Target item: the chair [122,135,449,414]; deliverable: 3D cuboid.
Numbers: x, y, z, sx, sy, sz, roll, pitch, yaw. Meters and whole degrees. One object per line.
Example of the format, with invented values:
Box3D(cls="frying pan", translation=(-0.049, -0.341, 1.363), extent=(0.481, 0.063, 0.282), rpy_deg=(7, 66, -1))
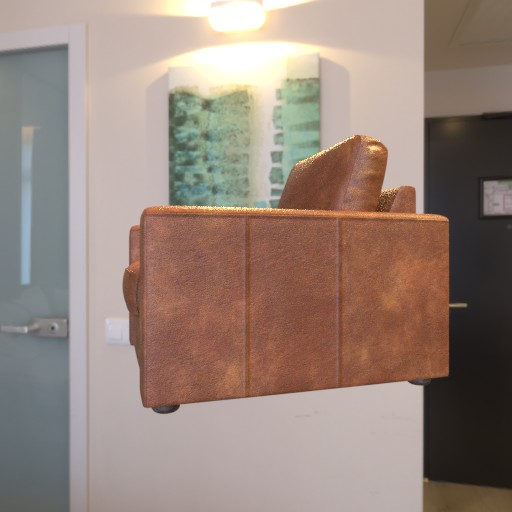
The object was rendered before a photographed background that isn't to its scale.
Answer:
Box3D(cls="chair", translation=(0.000, 0.000, 1.766), extent=(1.016, 0.873, 1.005), rpy_deg=(0, 0, -18))
